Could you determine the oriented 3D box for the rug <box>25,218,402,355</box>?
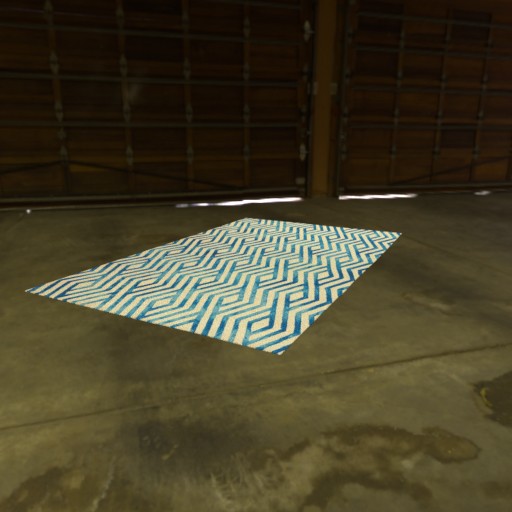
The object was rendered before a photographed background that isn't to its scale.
[{"bbox_3d":[0.000,0.000,3.085,1.531,0.008,2.439,8,17,27],"label":"rug"}]
